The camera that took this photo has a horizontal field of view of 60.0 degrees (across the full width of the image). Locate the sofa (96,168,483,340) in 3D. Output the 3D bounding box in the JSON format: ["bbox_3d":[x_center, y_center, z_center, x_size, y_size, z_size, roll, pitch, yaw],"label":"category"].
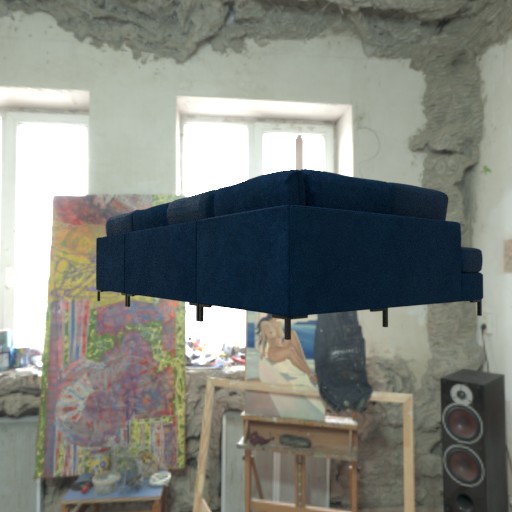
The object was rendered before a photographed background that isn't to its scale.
[{"bbox_3d":[0.000,0.000,4.326,2.055,0.992,3.434,1,-2,-36],"label":"sofa"}]
